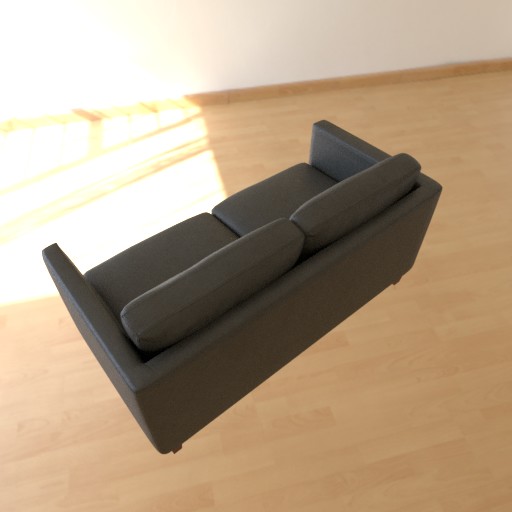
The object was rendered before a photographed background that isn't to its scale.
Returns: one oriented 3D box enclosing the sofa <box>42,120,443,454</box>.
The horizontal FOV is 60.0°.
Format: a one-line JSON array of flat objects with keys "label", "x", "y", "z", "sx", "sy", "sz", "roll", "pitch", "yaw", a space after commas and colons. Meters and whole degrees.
[{"label": "sofa", "x": 0.000, "y": 0.000, "z": 2.421, "sx": 1.883, "sy": 0.933, "sz": 0.951, "roll": -31, "pitch": 54, "yaw": -26}]
